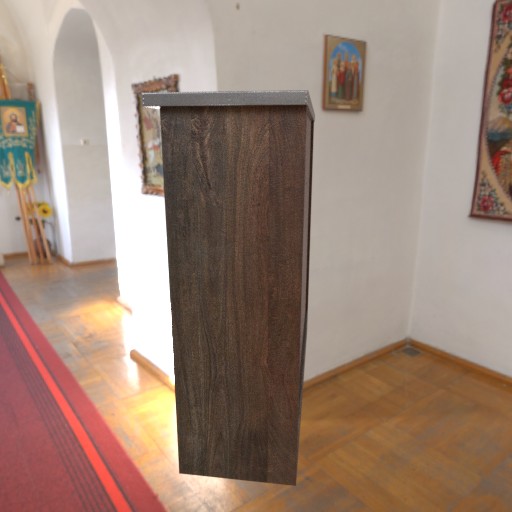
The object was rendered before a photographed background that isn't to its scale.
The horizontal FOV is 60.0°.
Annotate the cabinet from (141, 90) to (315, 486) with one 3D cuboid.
[{"bbox_3d":[0.000,0.000,1.443,0.338,0.919,0.968,2,15,8],"label":"cabinet"}]
